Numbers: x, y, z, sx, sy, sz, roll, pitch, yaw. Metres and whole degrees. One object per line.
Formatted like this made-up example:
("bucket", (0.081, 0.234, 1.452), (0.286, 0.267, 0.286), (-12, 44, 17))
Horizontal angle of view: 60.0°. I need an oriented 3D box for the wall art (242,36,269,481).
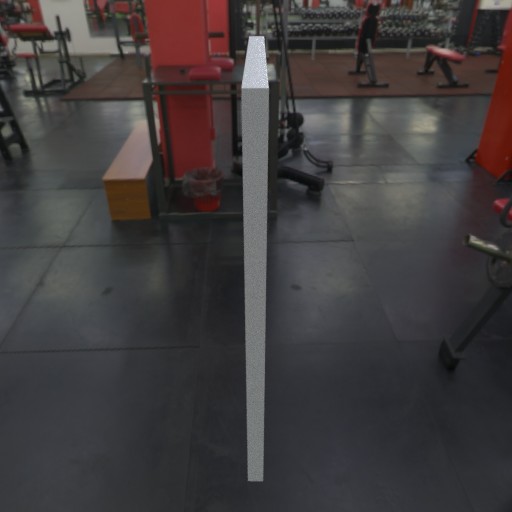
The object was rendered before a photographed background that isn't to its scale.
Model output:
("wall art", (0.000, 0.000, 1.095), (0.037, 0.916, 0.610), (0, 32, 0))
